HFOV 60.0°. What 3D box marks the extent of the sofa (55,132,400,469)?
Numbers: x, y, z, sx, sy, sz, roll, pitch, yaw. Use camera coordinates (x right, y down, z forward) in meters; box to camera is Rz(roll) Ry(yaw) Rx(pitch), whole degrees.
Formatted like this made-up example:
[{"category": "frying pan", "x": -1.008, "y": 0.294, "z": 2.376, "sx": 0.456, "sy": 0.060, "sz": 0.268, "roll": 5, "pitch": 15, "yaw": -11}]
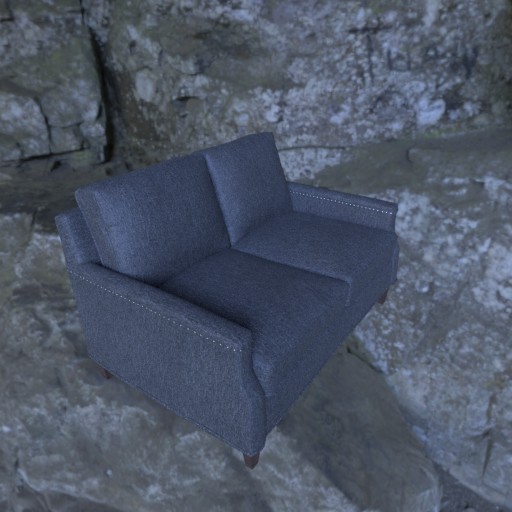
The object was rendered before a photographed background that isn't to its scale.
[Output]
[{"category": "sofa", "x": 0.000, "y": 0.000, "z": 2.322, "sx": 1.084, "sy": 1.003, "sz": 1.597, "roll": 18, "pitch": 32, "yaw": 30}]
